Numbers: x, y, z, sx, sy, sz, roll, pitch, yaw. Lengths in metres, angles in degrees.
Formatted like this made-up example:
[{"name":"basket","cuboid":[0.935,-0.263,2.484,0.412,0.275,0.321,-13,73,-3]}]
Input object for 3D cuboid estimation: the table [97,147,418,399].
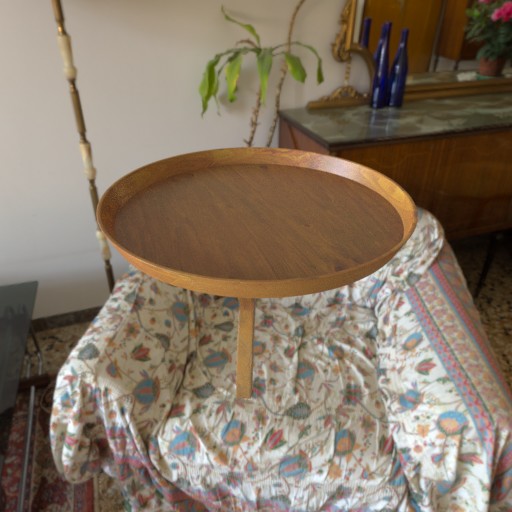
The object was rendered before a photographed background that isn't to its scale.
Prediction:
[{"name":"table","cuboid":[0.000,0.000,1.577,1.016,0.470,1.016,0,32,0]}]
